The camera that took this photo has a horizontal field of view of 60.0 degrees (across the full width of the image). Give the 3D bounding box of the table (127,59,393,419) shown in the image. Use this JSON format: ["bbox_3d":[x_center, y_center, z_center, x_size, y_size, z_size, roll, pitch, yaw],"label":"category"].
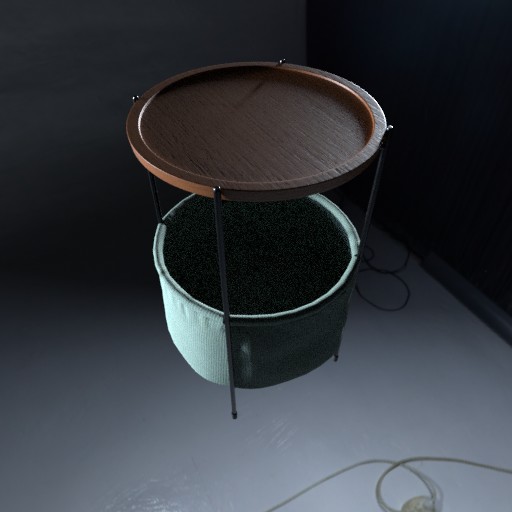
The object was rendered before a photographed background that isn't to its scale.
[{"bbox_3d":[0.000,0.000,0.890,0.400,0.623,0.400,-23,50,-21],"label":"table"}]
